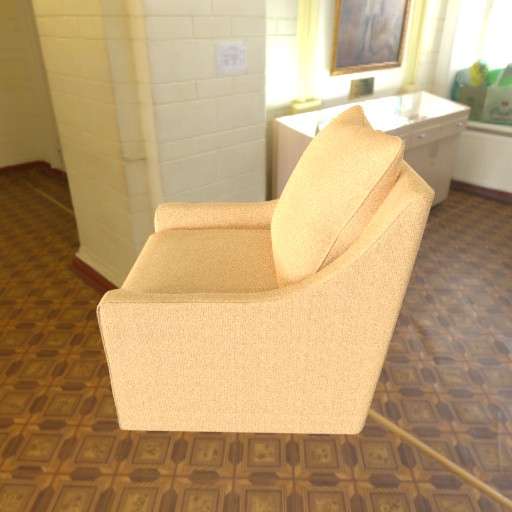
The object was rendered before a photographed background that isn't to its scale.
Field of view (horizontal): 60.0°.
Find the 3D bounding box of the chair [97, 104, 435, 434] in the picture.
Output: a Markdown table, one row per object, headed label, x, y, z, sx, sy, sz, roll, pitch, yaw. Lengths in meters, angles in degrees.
| label | x | y | z | sx | sy | sz | roll | pitch | yaw |
| --- | --- | --- | --- | --- | --- | --- | --- | --- | --- |
| chair | 0.000 | 0.000 | 1.531 | 0.876 | 0.927 | 0.760 | 1 | 28 | 1 |
